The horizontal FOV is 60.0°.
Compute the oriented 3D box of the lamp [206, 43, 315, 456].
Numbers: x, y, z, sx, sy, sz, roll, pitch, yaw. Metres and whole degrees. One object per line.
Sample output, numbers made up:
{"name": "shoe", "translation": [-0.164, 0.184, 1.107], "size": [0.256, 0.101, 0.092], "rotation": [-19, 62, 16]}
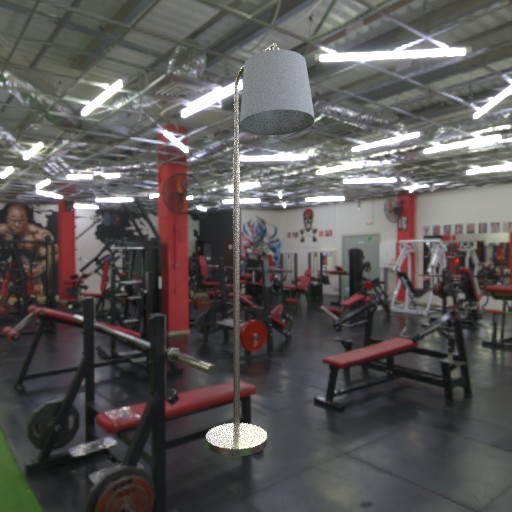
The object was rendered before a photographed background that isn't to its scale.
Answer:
{"name": "lamp", "translation": [0.000, 0.000, 1.639], "size": [0.254, 1.478, 0.508], "rotation": [-1, 1, -36]}
